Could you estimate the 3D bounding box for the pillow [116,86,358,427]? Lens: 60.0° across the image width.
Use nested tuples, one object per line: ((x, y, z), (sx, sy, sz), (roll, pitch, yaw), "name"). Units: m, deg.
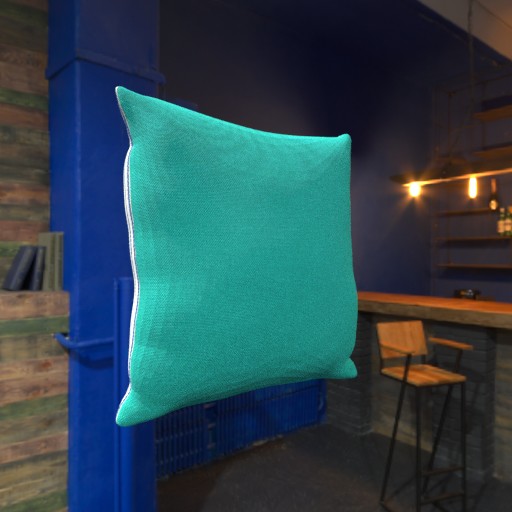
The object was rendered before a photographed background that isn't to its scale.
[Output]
((0.000, 0.000, 0.685), (0.440, 0.441, 0.182), (0, 0, -36), "pillow")
